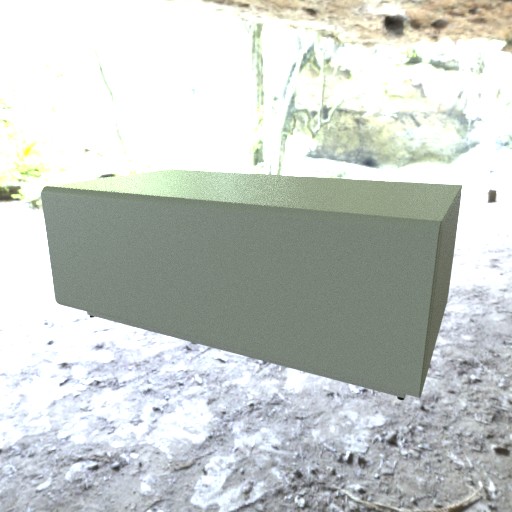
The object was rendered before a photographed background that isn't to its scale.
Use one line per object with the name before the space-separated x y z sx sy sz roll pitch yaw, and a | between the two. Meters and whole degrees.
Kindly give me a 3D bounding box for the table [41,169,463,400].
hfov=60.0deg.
table | 0.000 0.000 1.388 1.097 0.442 0.639 8 18 26
